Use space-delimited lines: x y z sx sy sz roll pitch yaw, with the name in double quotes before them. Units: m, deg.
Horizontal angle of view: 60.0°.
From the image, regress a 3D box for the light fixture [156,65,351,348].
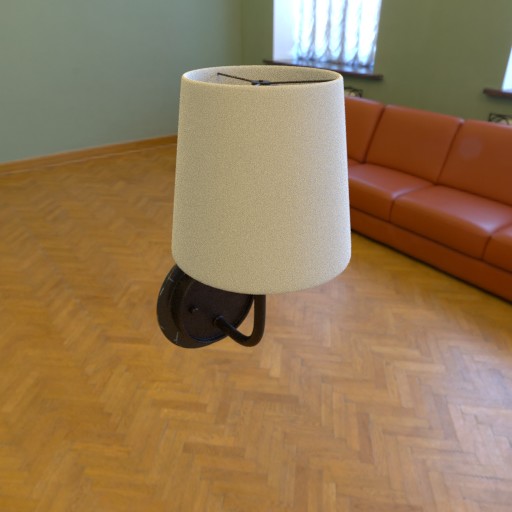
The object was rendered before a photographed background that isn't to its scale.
"light fixture" 0.000 0.000 0.439 0.168 0.337 0.188 -21 35 -33
